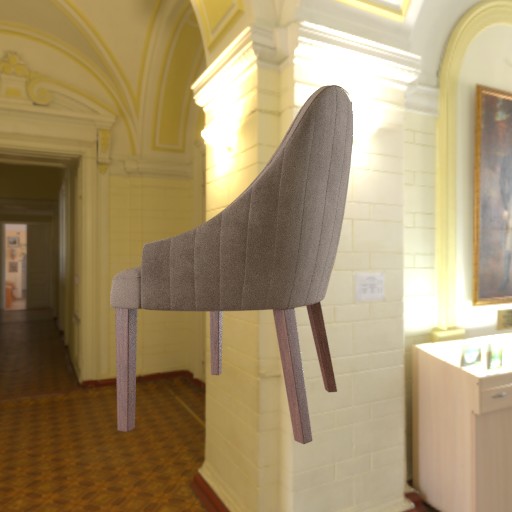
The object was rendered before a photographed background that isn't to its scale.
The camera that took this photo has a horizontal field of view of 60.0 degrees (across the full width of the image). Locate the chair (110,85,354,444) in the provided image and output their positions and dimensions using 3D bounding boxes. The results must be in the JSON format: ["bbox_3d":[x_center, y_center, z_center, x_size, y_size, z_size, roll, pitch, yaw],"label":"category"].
[{"bbox_3d":[0.000,0.000,1.326,0.575,0.889,0.643,0,0,19],"label":"chair"}]
